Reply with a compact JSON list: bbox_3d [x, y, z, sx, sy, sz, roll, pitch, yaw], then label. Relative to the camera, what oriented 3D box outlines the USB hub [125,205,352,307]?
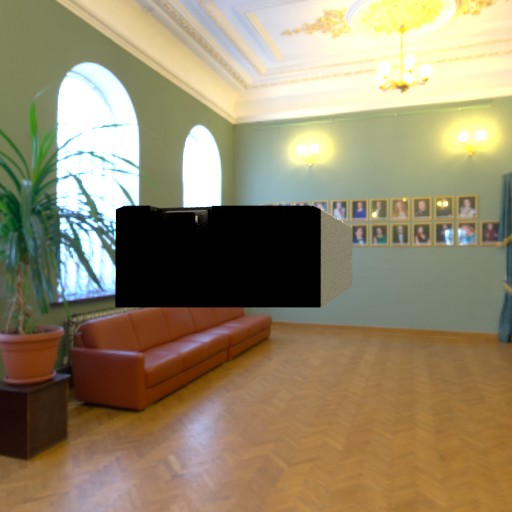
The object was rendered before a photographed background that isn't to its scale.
[{"bbox_3d":[0.000,0.000,0.126,0.044,0.023,0.110,0,0,18],"label":"USB hub"}]
